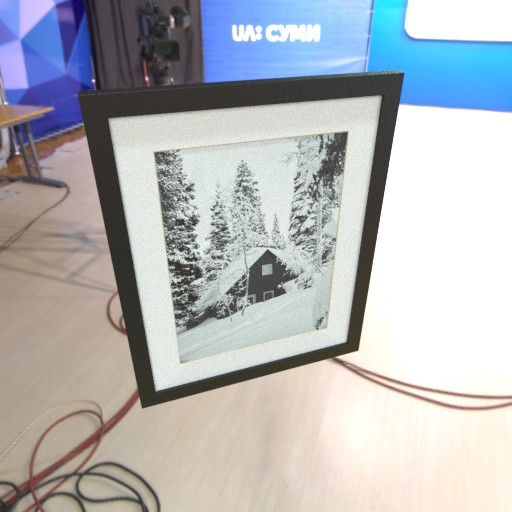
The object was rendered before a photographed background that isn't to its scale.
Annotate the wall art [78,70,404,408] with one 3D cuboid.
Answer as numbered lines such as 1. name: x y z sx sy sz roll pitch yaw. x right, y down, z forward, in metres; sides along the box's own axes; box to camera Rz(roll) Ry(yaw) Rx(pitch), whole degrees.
1. wall art: 0.000 0.000 0.532 0.325 0.397 0.018 -11 33 -16
